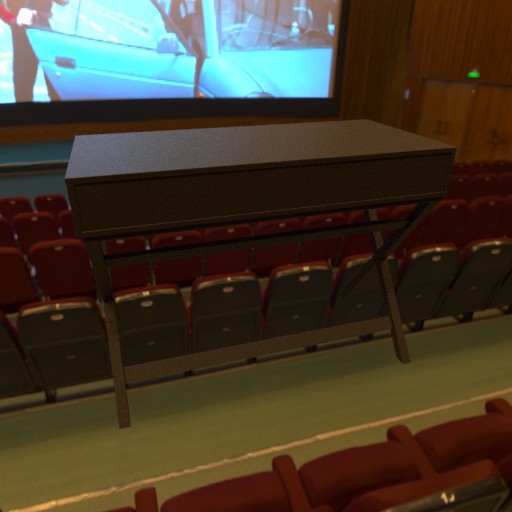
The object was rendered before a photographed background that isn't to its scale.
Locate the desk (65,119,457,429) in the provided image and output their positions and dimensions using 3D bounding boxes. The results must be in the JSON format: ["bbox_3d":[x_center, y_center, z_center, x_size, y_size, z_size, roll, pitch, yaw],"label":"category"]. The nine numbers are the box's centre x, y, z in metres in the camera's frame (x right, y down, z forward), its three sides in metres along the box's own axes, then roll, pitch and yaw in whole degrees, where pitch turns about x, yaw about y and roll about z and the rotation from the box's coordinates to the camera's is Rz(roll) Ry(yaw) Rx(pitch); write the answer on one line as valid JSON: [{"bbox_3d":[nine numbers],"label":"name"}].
[{"bbox_3d":[0.000,0.000,1.523,1.057,0.780,0.504,-8,27,-16],"label":"desk"}]
